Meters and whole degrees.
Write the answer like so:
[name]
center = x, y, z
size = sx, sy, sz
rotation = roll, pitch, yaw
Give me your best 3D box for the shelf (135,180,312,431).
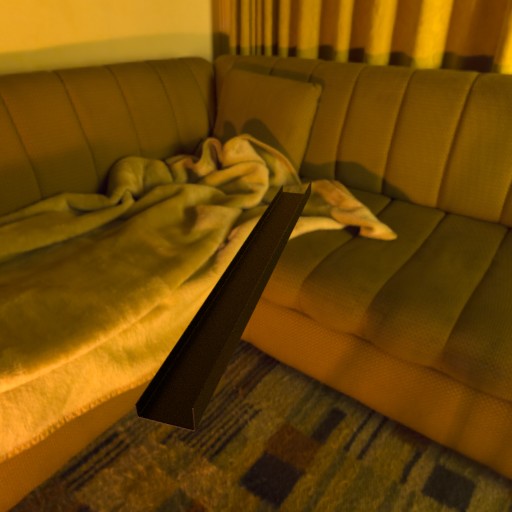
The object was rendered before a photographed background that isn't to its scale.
[shelf]
center = 0.000, 0.000, 1.004
size = 0.092, 0.049, 0.924
rotation = 8, 30, 14
